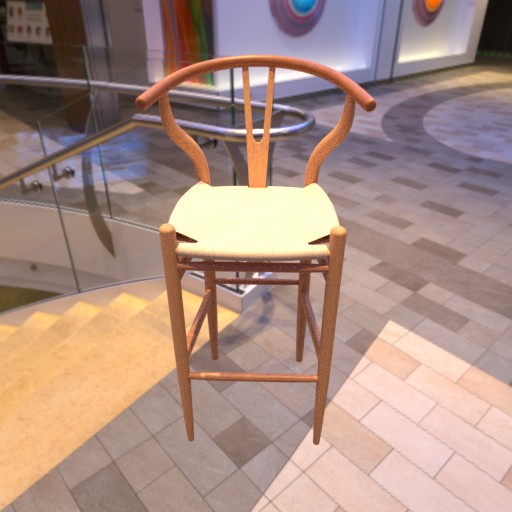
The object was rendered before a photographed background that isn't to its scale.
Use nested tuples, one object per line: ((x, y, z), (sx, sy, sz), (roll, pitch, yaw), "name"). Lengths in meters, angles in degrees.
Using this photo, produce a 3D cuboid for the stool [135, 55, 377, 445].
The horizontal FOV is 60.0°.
((0.000, 0.000, 1.352), (0.574, 1.068, 0.561), (1, 31, 2), "stool")
